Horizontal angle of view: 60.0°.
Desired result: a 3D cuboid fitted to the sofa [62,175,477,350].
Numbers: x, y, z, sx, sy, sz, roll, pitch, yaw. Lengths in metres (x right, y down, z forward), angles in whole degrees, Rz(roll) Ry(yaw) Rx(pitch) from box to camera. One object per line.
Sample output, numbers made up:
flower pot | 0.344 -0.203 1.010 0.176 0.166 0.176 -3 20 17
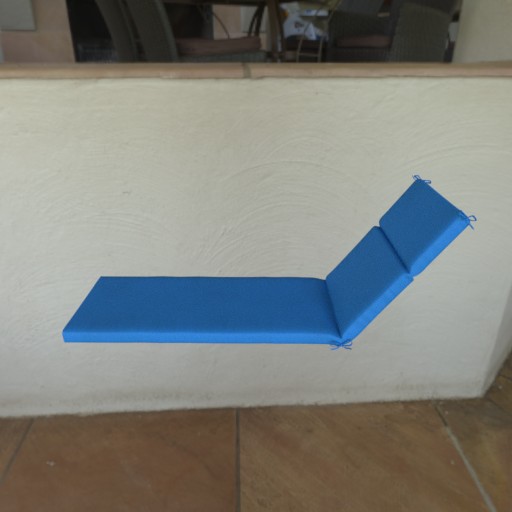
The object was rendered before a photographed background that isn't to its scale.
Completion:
sofa | 0.000 0.000 2.004 1.663 0.622 0.582 0 25 1
